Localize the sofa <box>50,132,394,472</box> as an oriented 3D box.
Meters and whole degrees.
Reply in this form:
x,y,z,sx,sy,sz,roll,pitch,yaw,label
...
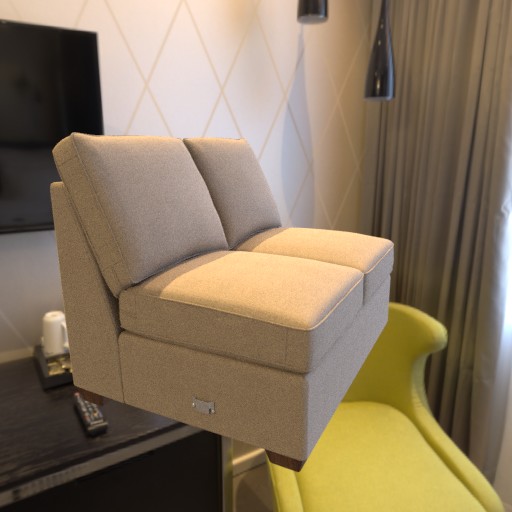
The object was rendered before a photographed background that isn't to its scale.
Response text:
x,y,z,sx,sy,sz,roll,pitch,yaw,label
0.000,0.000,1.910,0.978,1.006,1.232,7,16,26,sofa
